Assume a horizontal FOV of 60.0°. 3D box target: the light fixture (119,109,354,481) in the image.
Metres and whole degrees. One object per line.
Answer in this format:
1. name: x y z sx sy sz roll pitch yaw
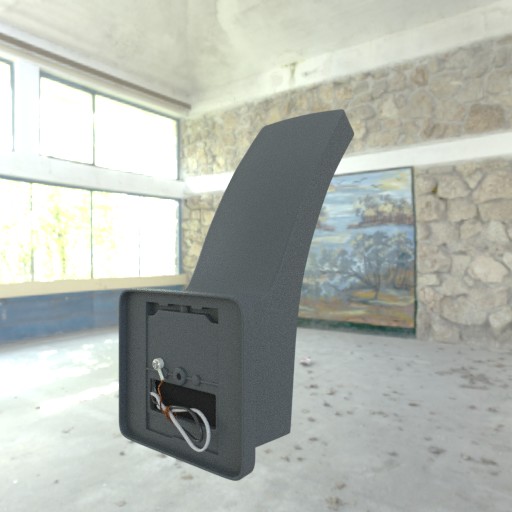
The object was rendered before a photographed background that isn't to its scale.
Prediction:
1. light fixture: 0.000 0.000 0.332 0.108 0.243 0.174 0 0 37
